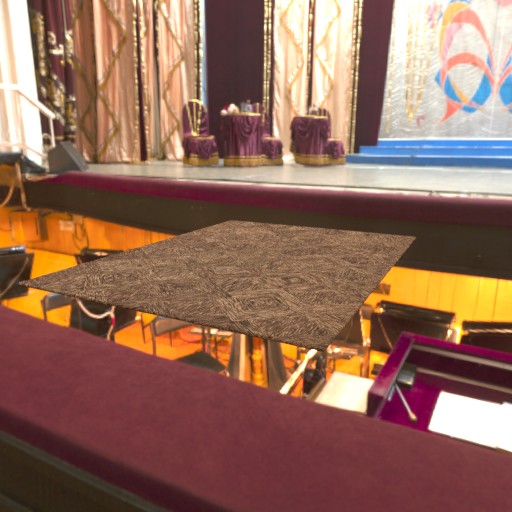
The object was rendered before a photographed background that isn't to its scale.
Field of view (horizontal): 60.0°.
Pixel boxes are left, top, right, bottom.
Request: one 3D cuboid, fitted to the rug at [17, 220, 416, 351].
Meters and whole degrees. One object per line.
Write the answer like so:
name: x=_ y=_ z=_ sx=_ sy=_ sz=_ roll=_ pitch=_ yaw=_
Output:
rug: x=0.000 y=0.000 z=4.190 sx=2.448 sy=0.017 sz=3.204 roll=7 pitch=16 yaw=26
